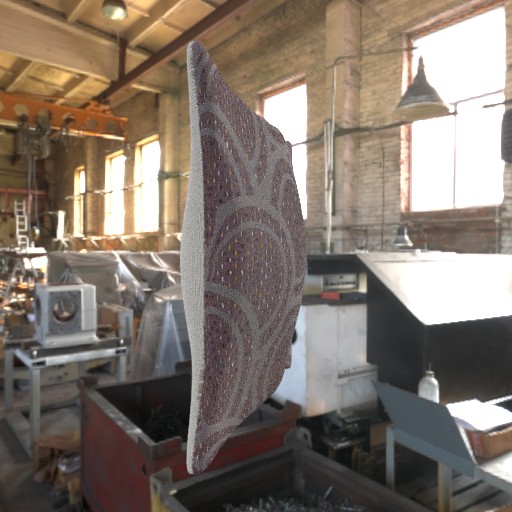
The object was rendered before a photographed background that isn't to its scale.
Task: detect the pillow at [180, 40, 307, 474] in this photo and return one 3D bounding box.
[{"bbox_3d":[0.000,0.000,0.760,0.163,0.513,0.514,0,1,16],"label":"pillow"}]
